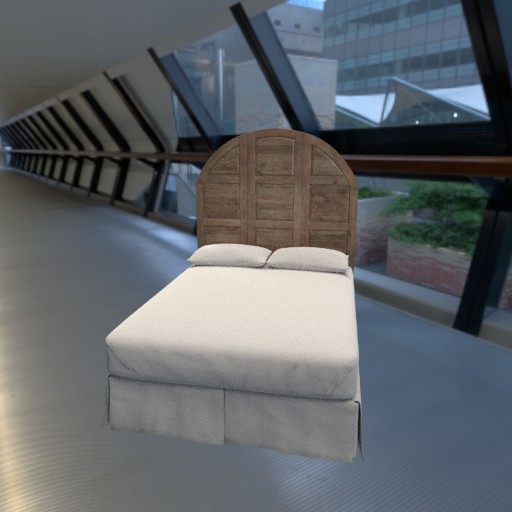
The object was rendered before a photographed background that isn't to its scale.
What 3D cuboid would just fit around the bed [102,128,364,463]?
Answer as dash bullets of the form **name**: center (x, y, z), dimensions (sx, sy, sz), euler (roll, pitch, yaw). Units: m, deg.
- **bed**: center (0.000, 0.000, 3.526), dimensions (1.713, 2.002, 2.112), euler (3, 15, 10)
